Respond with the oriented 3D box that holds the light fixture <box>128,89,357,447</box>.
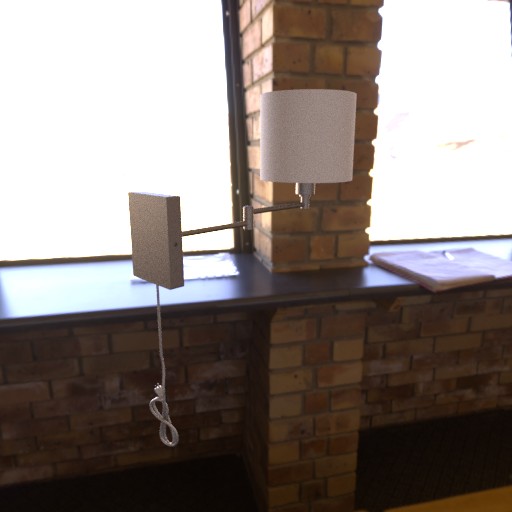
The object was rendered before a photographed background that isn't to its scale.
[{"bbox_3d":[0.000,0.000,0.916,0.203,0.651,0.516,13,19,43],"label":"light fixture"}]
